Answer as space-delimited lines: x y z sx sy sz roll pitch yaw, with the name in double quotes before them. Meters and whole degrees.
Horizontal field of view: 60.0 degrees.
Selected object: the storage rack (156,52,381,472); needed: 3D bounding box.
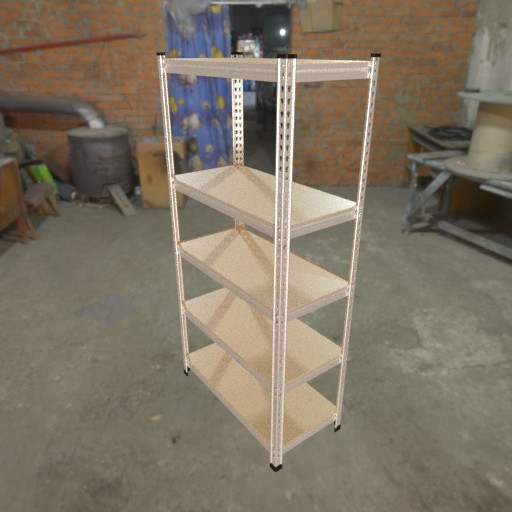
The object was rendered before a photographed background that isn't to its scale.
"storage rack" 0.000 0.000 2.193 0.457 1.829 0.914 -18 30 -33
